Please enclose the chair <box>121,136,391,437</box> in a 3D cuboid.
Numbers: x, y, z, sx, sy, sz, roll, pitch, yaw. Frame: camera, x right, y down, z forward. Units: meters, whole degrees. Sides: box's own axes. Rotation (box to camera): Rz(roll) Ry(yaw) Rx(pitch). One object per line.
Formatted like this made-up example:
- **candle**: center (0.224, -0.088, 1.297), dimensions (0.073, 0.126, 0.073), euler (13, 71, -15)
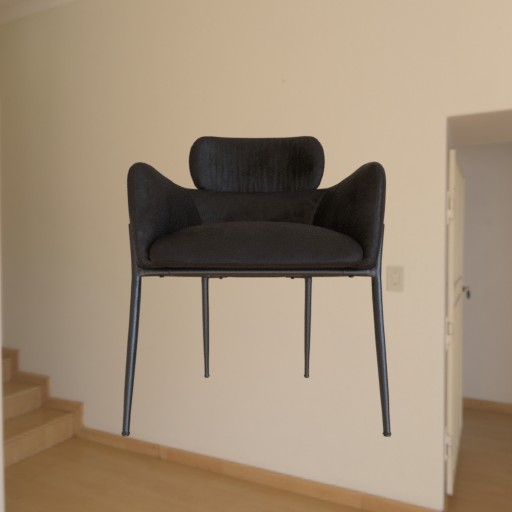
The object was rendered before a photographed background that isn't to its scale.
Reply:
- **chair**: center (0.000, 0.000, 1.287), dimensions (0.640, 0.818, 0.604), euler (0, 1, 0)
